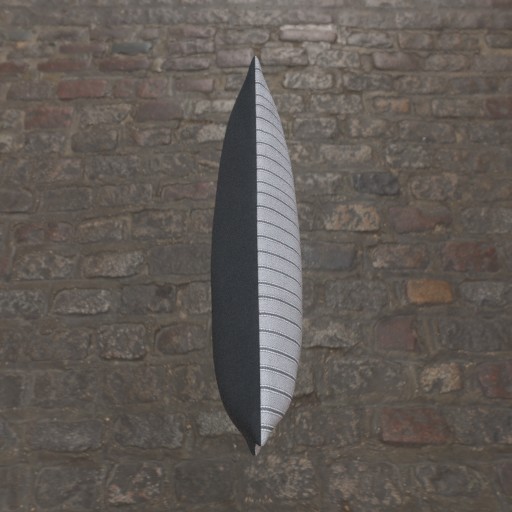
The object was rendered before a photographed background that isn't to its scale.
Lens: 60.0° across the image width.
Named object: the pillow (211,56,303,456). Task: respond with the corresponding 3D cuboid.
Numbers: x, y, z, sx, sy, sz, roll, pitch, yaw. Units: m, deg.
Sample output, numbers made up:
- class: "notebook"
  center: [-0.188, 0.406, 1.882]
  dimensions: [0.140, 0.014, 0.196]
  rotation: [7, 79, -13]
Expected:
- class: "pillow"
  center: [0.000, 0.000, 0.750]
  dimensions: [0.151, 0.305, 0.609]
  rotation: [-1, 63, 0]
